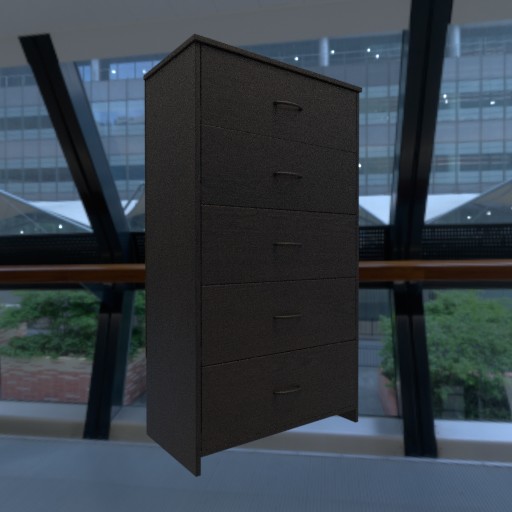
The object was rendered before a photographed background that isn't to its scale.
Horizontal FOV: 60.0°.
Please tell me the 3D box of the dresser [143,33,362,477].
[{"bbox_3d":[0.000,0.000,1.607,0.704,1.254,0.418,-1,1,-36],"label":"dresser"}]
